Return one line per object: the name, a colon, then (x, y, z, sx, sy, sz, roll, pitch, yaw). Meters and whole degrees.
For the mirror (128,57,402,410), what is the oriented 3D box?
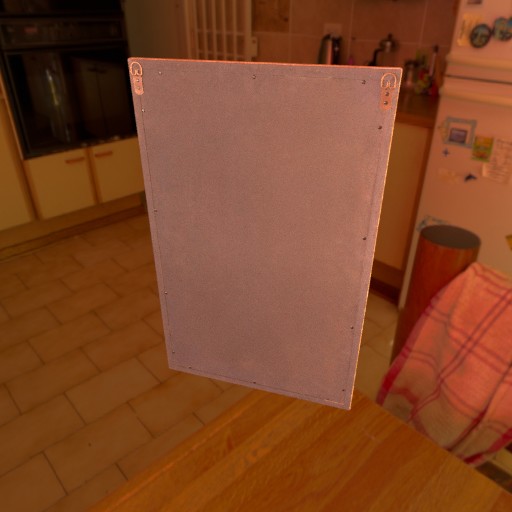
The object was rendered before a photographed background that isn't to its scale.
mirror: (0.000, 0.000, 0.976, 0.495, 0.787, 0.058, 9, 31, 15)
